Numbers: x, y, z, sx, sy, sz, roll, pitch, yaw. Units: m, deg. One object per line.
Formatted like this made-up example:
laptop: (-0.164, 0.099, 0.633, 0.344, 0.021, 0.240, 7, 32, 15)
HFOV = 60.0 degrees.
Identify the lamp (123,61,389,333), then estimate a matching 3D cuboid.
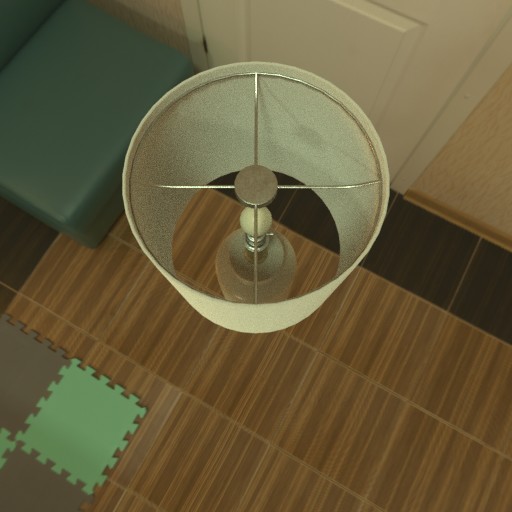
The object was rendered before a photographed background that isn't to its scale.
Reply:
lamp: (0.000, 0.000, 0.589, 0.212, 0.493, 0.212, 0, 75, 0)
